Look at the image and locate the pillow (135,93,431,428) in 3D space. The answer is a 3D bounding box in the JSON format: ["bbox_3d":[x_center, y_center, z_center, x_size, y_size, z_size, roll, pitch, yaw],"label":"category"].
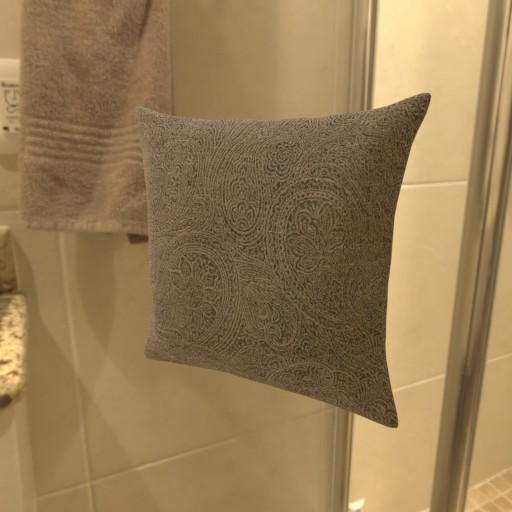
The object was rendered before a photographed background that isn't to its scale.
[{"bbox_3d":[0.000,0.000,0.768,0.523,0.510,0.166,7,16,26],"label":"pillow"}]
